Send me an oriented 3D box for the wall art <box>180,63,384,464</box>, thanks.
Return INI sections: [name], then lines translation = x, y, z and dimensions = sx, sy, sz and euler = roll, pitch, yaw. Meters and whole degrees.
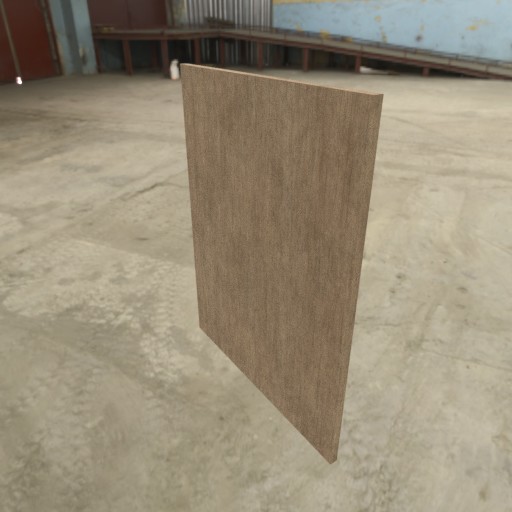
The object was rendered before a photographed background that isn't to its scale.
[wall art]
translation = 0.000, 0.000, 0.903
dimensions = 0.018, 0.686, 0.534
euler = -18, 33, -30
